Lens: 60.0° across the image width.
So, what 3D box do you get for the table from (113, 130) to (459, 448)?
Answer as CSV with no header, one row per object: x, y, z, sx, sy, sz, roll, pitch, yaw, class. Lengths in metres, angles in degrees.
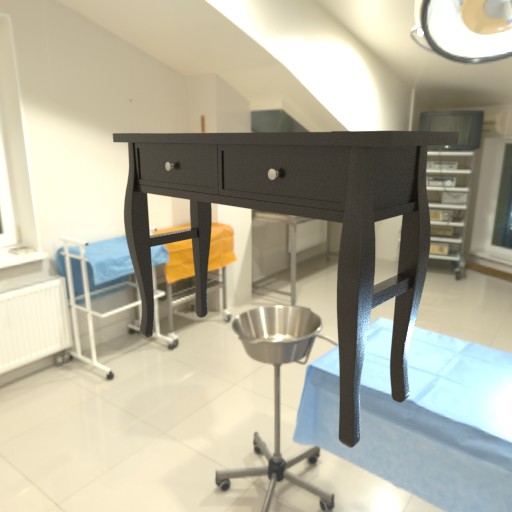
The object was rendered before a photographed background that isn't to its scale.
0.000,0.000,1.434,1.062,0.768,0.373,14,20,42,table
